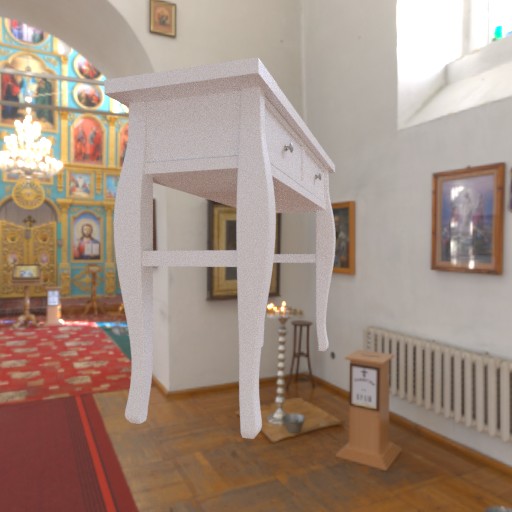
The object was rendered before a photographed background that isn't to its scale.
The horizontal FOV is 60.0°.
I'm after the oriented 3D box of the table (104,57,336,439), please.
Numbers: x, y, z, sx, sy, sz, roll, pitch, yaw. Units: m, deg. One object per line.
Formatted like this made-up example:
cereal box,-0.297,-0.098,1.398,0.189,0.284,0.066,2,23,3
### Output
table,0.000,0.000,1.421,0.373,0.768,1.062,0,0,18
